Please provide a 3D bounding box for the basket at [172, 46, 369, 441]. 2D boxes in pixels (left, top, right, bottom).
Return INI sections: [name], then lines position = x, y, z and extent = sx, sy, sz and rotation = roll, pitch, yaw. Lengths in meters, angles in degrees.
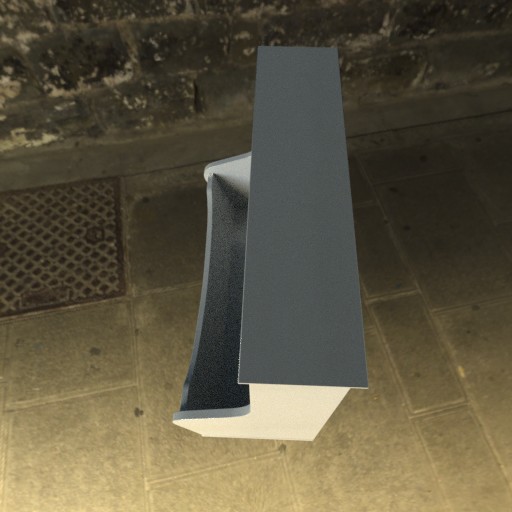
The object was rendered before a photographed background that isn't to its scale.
[basket]
position = 0.000, 0.000, 1.089
extent = 0.350, 0.600, 0.780
rotation = 2, 59, 1
